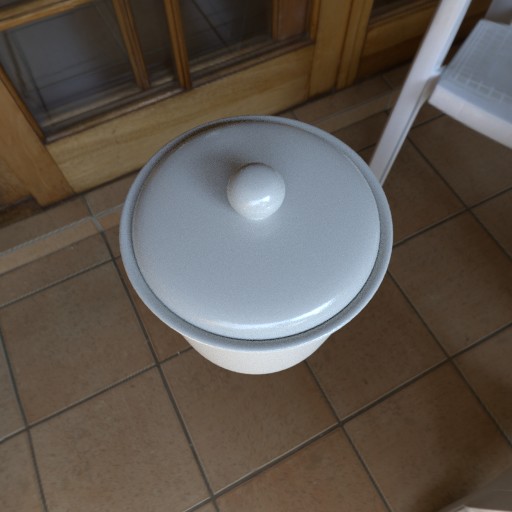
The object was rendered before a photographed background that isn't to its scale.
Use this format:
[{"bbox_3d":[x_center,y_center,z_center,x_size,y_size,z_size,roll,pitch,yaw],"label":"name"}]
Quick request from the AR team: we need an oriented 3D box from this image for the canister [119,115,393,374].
[{"bbox_3d":[0.000,0.000,0.349,0.182,0.208,0.182,0,64,0],"label":"canister"}]
